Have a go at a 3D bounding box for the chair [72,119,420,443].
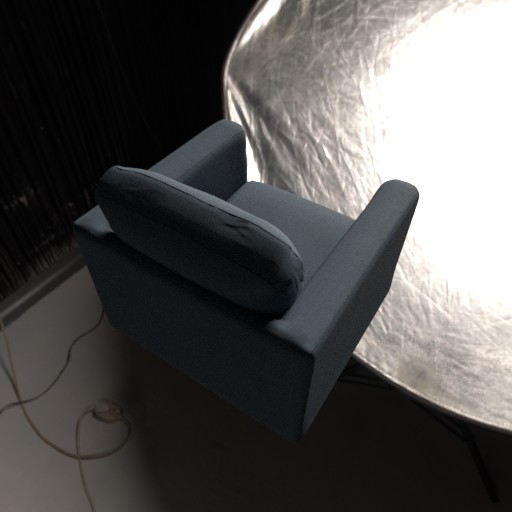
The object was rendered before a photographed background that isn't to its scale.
[{"bbox_3d":[0.000,0.000,1.595,0.855,0.922,0.820,26,52,22],"label":"chair"}]
